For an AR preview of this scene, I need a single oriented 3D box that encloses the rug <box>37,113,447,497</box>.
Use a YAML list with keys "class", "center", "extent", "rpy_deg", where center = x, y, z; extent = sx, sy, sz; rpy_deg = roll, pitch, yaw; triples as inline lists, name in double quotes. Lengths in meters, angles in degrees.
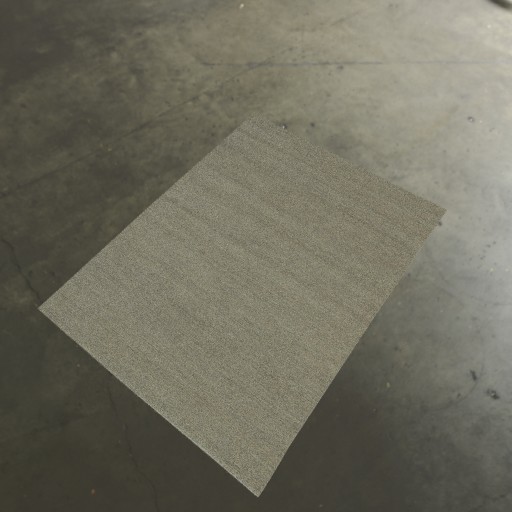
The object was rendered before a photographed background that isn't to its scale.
- class: "rug"
  center: [0.000, 0.000, 4.736]
  extent: [2.757, 0.051, 3.626]
  rpy_deg: [33, 64, 18]
